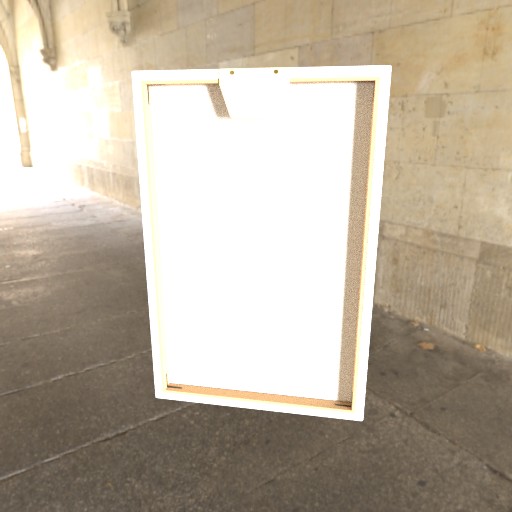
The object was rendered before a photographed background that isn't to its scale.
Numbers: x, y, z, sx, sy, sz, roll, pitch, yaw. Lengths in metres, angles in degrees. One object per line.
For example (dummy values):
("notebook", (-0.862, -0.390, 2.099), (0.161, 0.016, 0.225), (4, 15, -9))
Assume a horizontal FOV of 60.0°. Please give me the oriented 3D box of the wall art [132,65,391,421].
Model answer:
("wall art", (0.000, 0.000, 1.153), (0.602, 0.902, 0.048), (3, 17, 10))
